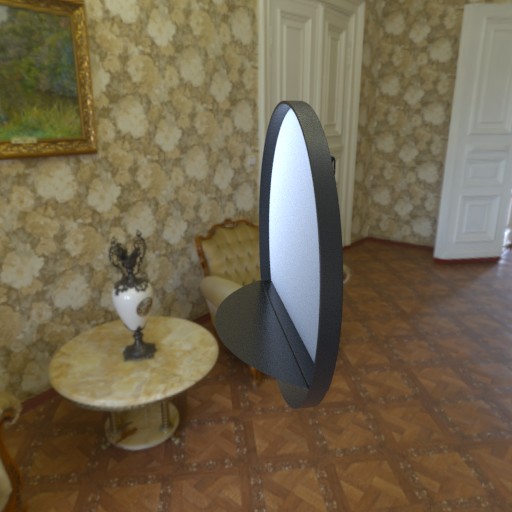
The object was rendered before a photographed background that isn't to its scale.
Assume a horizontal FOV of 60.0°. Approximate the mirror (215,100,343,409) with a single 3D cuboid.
[{"bbox_3d":[0.000,0.000,0.690,0.133,0.457,0.457,-2,17,-8],"label":"mirror"}]
